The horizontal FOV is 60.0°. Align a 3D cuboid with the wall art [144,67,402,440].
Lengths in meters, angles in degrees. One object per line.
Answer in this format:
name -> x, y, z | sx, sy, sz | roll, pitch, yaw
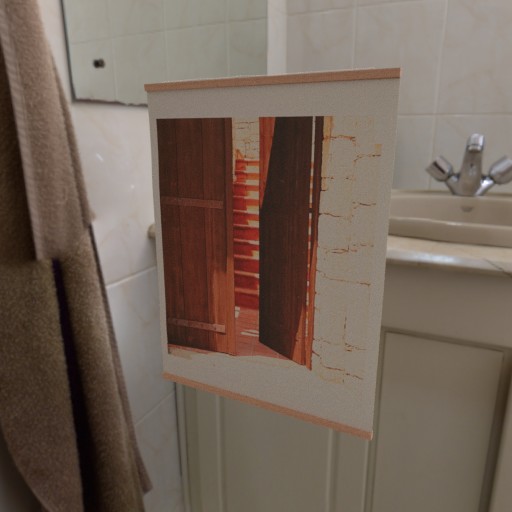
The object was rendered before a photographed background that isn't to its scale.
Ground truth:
wall art -> 0.000, 0.000, 1.328 | 0.758, 1.013, 0.020 | 8, 17, 26
